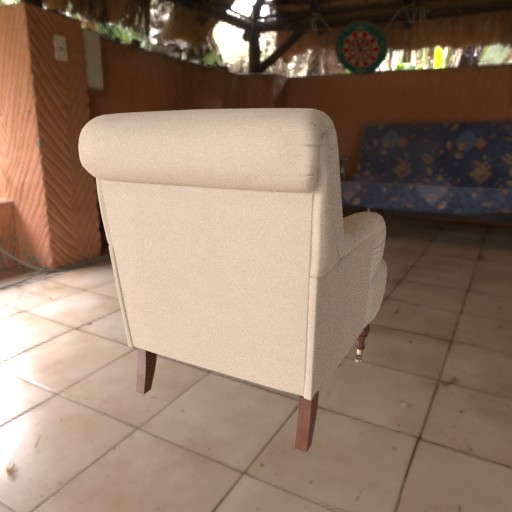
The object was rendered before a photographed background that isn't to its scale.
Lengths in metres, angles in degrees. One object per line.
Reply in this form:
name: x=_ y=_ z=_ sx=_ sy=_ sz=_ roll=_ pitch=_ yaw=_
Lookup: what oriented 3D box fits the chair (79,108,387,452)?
chair: x=0.000 y=0.000 z=1.544 sx=0.766 sy=0.942 sz=0.842 roll=8 pitch=17 yaw=28
